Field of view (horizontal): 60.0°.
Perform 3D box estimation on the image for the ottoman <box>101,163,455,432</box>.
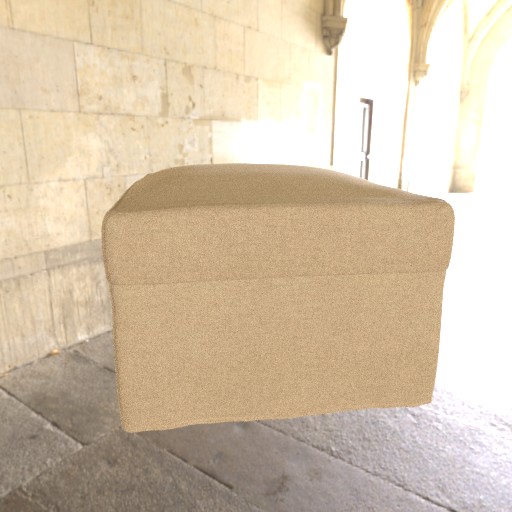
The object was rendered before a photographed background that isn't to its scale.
[{"bbox_3d":[0.000,0.000,1.208,0.650,0.485,0.833,-2,15,-8],"label":"ottoman"}]
